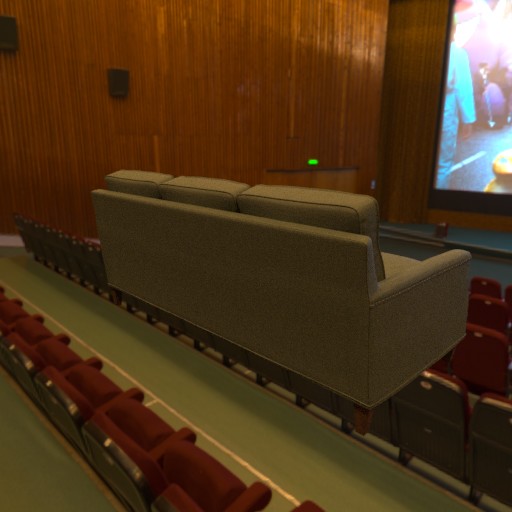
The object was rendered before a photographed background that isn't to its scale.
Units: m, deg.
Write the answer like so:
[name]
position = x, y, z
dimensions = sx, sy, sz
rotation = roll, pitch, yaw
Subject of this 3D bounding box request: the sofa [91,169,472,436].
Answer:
[sofa]
position = 0.000, 0.000, 2.759
dimensions = 2.246, 1.003, 1.084
rotation = 15, 21, 43
